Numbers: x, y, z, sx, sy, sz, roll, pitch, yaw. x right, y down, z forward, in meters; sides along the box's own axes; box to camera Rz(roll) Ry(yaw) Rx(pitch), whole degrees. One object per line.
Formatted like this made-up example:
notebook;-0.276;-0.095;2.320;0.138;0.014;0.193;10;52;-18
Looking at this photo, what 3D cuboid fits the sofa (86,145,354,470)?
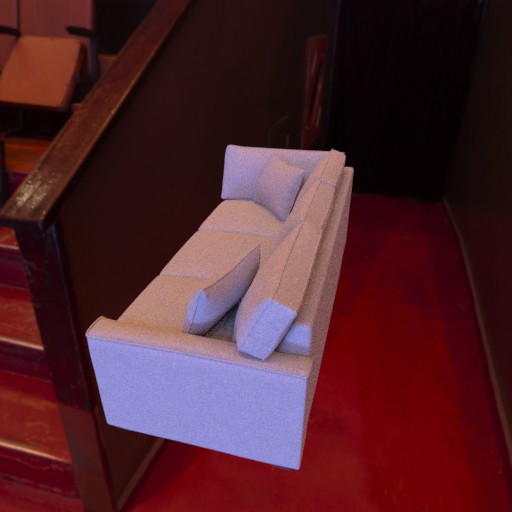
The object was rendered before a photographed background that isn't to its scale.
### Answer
sofa;0.000;0.000;2.900;1.061;0.962;2.317;8;30;13
